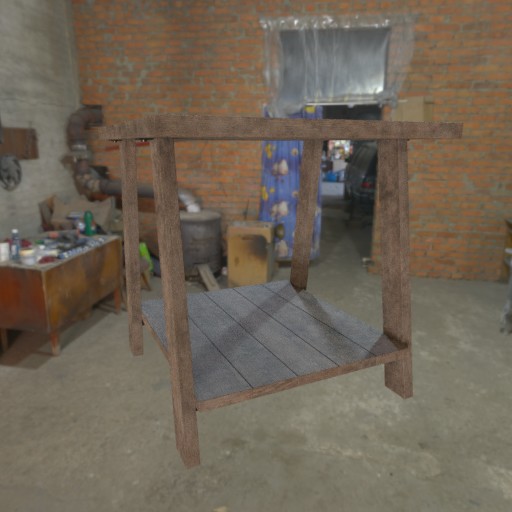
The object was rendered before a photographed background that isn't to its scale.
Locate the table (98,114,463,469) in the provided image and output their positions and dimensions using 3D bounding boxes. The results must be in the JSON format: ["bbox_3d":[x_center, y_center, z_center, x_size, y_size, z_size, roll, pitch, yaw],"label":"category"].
[{"bbox_3d":[0.000,0.000,1.081,0.610,0.610,0.610,-7,16,-25],"label":"table"}]
